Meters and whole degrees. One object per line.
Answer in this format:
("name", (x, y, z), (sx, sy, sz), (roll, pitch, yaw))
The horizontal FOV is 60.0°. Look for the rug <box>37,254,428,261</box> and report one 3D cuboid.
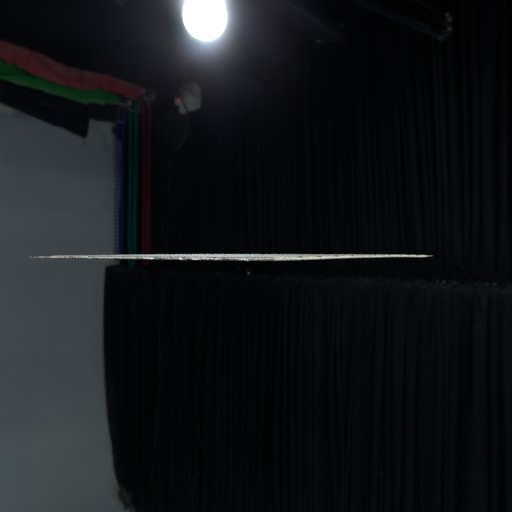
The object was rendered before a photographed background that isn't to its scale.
("rug", (0.000, 0.000, 4.250), (2.388, 0.030, 3.213), (0, 0, 37))
